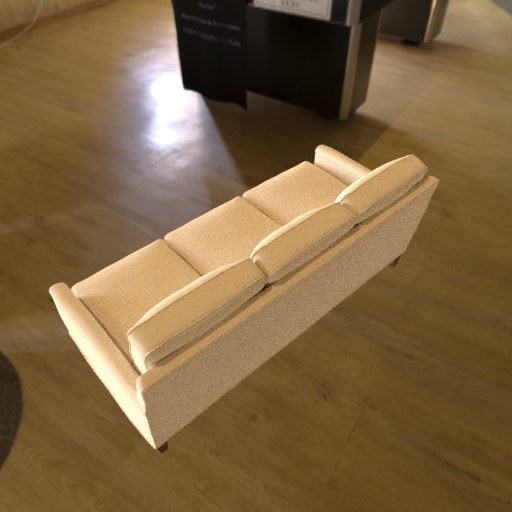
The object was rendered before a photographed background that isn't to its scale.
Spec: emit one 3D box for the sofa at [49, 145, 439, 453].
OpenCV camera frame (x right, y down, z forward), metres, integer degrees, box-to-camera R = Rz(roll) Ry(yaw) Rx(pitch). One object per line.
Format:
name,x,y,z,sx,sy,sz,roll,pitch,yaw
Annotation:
sofa,0.000,0.000,2.802,2.246,1.003,1.084,-32,54,-28
